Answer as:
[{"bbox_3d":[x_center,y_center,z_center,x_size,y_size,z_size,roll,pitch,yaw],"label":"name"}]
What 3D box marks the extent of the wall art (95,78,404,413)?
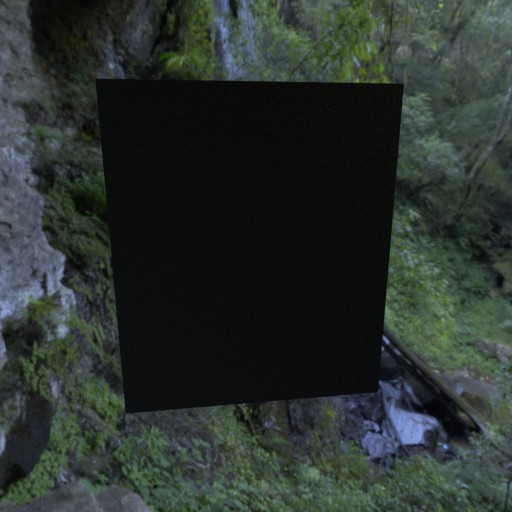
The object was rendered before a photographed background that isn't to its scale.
[{"bbox_3d":[0.000,0.000,0.687,0.428,0.505,0.023,-2,16,-8],"label":"wall art"}]
